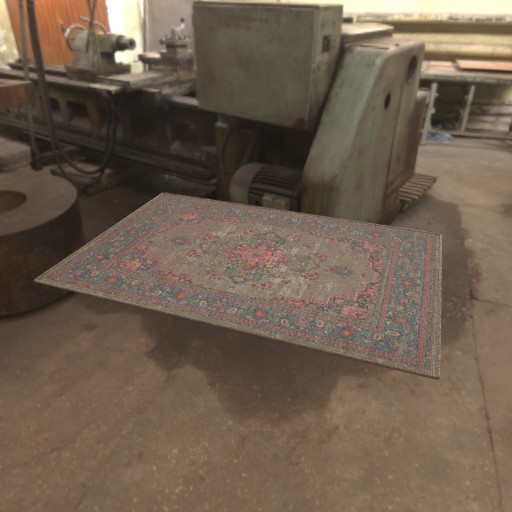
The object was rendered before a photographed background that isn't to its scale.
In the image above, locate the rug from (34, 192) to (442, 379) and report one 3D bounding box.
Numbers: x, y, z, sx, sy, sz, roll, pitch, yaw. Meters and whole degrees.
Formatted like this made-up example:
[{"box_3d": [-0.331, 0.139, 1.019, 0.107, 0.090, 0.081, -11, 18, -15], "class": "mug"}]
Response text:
[{"box_3d": [0.000, 0.000, 2.221, 1.748, 0.014, 1.144, 10, 32, 18], "class": "rug"}]
